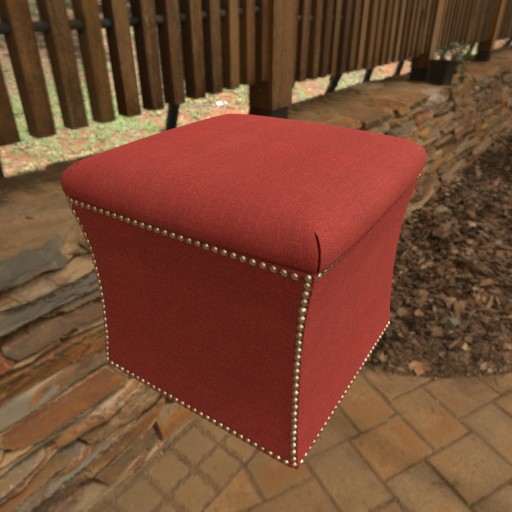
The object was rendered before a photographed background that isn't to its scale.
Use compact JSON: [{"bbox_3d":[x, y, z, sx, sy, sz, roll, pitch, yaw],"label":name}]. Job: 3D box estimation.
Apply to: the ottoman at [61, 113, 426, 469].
[{"bbox_3d":[0.000,0.000,0.900,0.507,0.475,0.497,18,35,28],"label":"ottoman"}]
